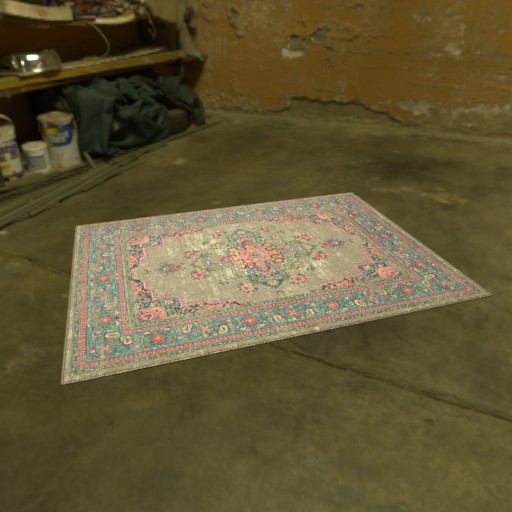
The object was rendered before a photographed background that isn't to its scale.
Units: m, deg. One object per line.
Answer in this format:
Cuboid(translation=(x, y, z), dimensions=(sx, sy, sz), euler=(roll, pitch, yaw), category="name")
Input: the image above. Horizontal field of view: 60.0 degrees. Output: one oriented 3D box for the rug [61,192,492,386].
Cuboid(translation=(0.000, 0.000, 2.805), dimensions=(2.214, 0.013, 1.609), euler=(-9, 31, -15), category="rug")
